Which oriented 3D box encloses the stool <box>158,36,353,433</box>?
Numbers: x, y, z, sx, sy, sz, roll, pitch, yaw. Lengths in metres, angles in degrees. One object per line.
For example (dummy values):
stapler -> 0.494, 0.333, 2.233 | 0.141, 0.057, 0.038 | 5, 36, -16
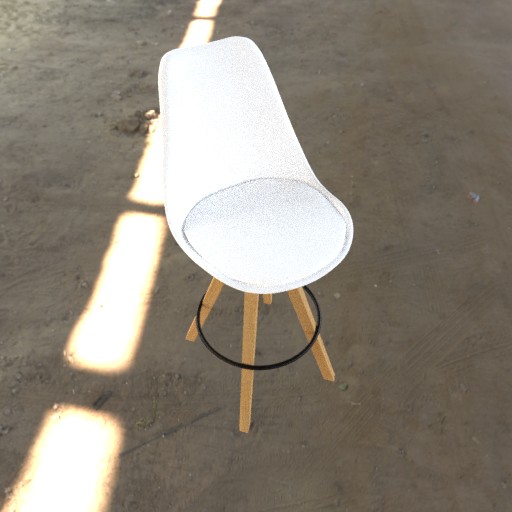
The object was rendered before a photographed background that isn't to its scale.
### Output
stool -> 0.000, 0.000, 1.380 | 0.482, 1.115, 0.549 | -23, 50, -21
